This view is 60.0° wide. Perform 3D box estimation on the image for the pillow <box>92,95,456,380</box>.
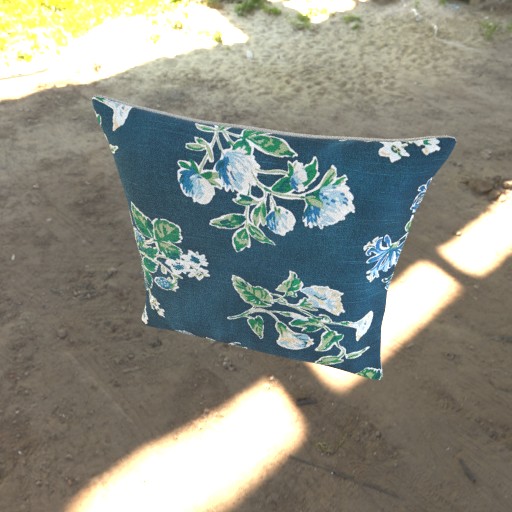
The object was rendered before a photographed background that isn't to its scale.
[{"bbox_3d":[0.000,0.000,0.775,0.525,0.508,0.166,11,42,12],"label":"pillow"}]
